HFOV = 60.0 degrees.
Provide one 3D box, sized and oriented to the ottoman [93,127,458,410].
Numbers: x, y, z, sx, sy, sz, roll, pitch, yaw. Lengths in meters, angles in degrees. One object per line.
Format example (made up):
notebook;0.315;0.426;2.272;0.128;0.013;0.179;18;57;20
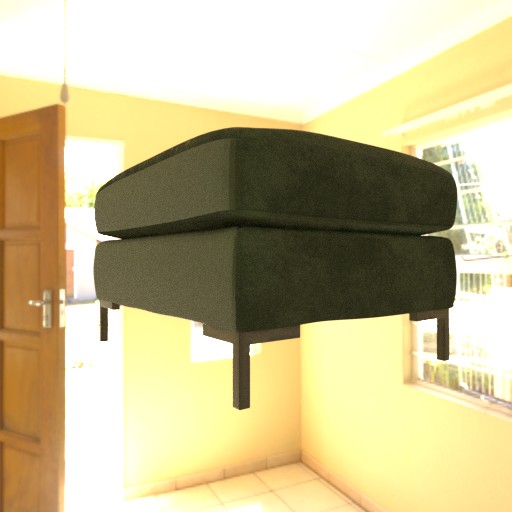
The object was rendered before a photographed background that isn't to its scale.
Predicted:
ottoman;0.000;0.000;1.276;0.701;0.538;0.839;0;-1;-36
